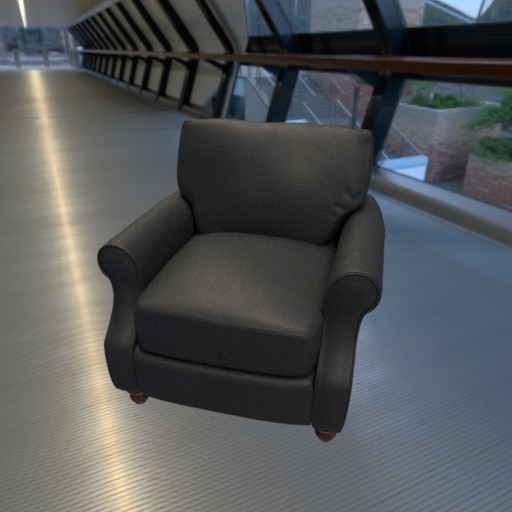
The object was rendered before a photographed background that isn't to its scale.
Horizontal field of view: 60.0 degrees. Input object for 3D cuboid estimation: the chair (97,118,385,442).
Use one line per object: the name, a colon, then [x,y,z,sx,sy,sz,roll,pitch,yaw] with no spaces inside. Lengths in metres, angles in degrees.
chair: [0.000,0.000,1.778,1.015,0.960,1.027,9,27,18]
